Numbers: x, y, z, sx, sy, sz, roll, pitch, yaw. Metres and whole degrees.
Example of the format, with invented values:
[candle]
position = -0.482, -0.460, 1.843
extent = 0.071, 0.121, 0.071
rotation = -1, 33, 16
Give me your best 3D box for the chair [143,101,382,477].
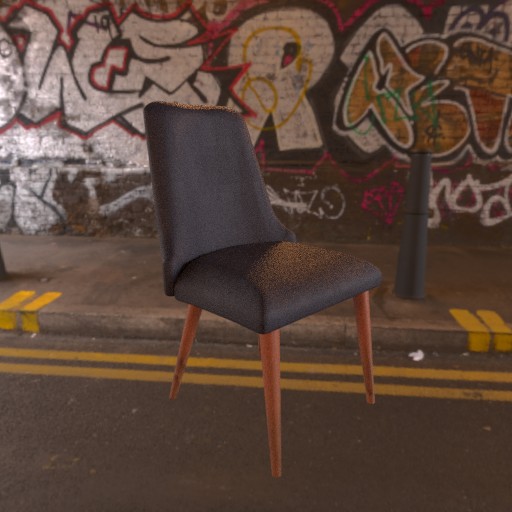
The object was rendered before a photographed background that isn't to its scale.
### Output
[chair]
position = 0.000, 0.000, 1.208
extent = 0.567, 0.820, 0.504
rotation = 14, 19, 43
